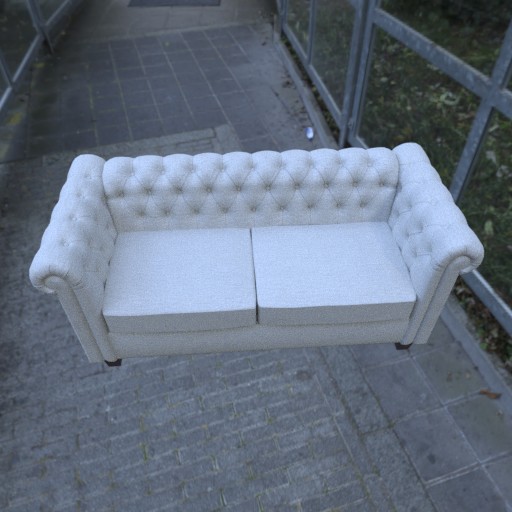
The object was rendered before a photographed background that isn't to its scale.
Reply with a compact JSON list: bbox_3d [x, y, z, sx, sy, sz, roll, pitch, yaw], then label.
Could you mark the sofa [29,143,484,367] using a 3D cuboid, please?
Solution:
[{"bbox_3d":[0.000,0.000,2.212,1.798,0.797,0.783,-3,45,-3],"label":"sofa"}]
